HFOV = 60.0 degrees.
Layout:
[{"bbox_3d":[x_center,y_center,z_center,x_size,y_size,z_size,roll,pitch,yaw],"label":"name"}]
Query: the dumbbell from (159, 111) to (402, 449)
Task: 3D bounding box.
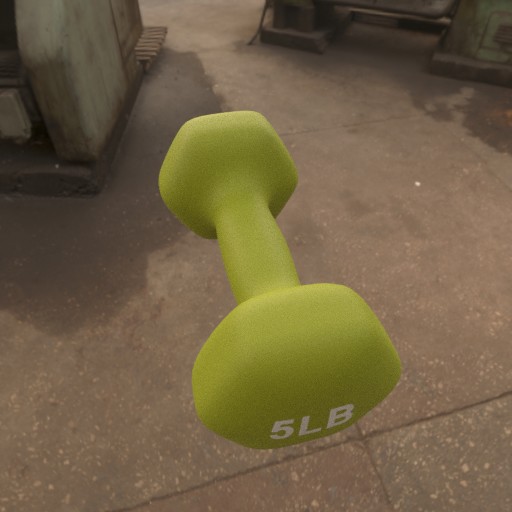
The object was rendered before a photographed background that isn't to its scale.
[{"bbox_3d":[0.000,0.000,0.209,0.080,0.072,0.164,-10,47,-9],"label":"dumbbell"}]
